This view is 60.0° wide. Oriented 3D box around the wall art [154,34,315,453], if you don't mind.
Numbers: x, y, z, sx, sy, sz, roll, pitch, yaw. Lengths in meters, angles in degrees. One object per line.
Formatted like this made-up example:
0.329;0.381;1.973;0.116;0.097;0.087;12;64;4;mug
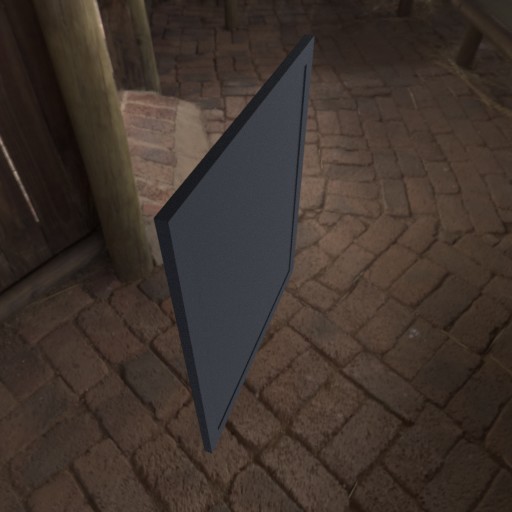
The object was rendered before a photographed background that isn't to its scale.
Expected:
0.000;0.000;0.490;0.010;0.361;0.311;15;48;14;wall art
